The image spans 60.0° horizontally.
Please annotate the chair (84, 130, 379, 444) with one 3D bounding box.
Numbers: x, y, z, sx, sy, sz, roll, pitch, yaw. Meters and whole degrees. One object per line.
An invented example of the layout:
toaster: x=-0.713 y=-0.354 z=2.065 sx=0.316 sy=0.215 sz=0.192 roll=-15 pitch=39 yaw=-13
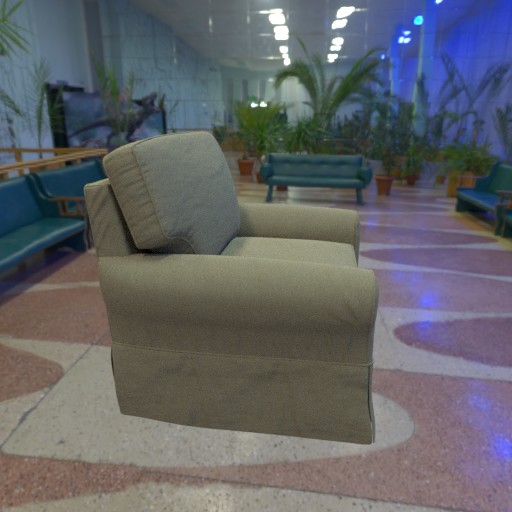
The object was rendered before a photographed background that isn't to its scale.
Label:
chair: x=0.000 y=0.000 z=1.894 sx=0.988 sy=1.017 sz=1.135 roll=3 pitch=18 yaw=9
